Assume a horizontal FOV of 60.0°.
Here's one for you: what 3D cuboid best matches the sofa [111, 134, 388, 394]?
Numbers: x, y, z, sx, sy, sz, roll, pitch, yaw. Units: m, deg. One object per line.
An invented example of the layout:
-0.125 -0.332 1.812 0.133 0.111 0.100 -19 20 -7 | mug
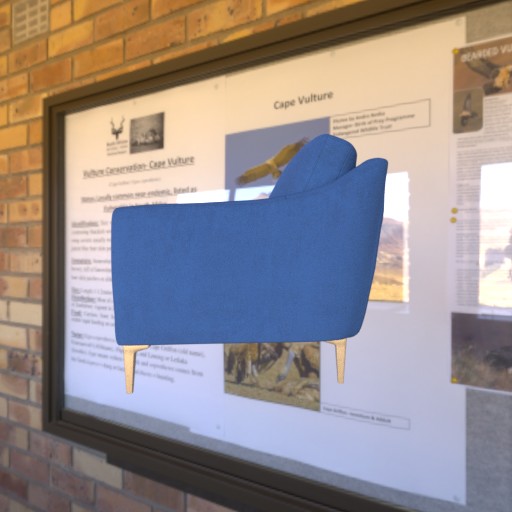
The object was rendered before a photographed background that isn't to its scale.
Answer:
0.000 0.000 2.212 0.960 0.902 1.619 0 0 0 | sofa
